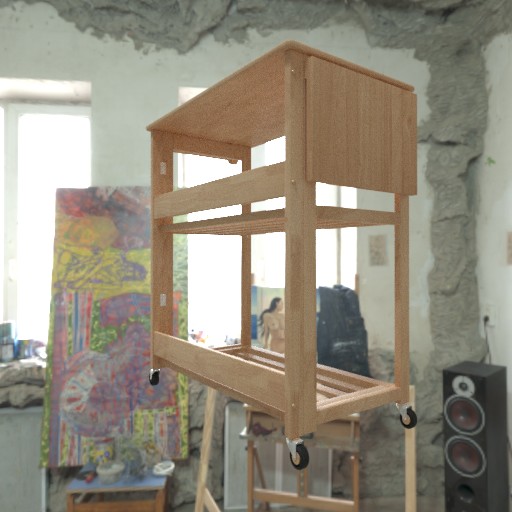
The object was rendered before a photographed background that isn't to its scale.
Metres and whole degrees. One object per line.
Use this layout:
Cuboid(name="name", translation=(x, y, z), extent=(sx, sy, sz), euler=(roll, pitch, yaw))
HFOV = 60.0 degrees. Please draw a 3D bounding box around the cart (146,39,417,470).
Cuboid(name="cart", translation=(0.000, 0.000, 1.350), extent=(0.432, 0.879, 0.853), euler=(0, 0, -36))
